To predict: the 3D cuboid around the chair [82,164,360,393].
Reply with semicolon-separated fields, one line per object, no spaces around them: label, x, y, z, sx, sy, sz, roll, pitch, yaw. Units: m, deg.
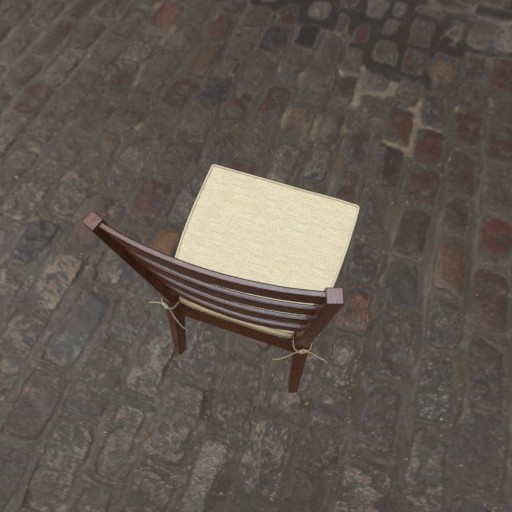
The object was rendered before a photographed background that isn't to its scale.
chair;0.000;0.000;1.339;0.593;0.979;0.595;17;64;8
